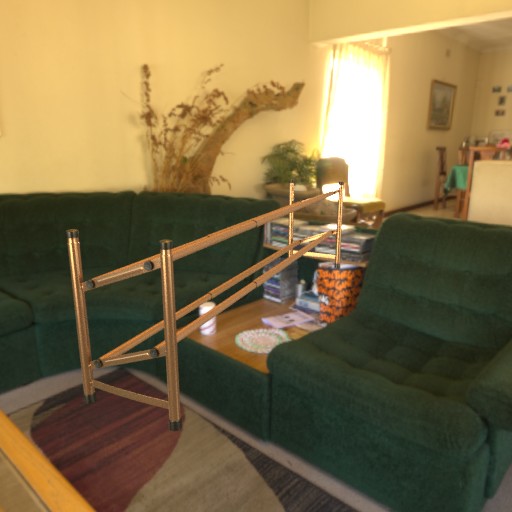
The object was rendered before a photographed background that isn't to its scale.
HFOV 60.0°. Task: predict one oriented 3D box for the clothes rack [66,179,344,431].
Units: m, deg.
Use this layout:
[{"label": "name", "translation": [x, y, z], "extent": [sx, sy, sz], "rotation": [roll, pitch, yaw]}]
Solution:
[{"label": "clothes rack", "translation": [0.000, 0.000, 1.306], "extent": [0.229, 0.349, 1.168], "rotation": [7, 16, 24]}]
